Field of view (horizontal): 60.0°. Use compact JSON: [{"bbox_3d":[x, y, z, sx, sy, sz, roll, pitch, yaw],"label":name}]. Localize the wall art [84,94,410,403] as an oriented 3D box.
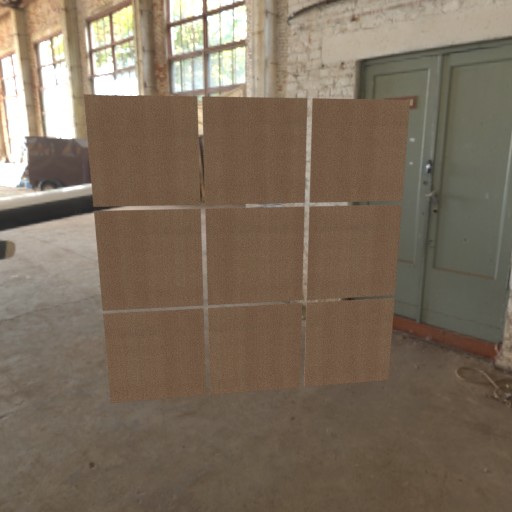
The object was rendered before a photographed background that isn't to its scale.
[{"bbox_3d":[0.000,0.000,2.221,1.517,1.505,0.002,-2,14,-9],"label":"wall art"}]
